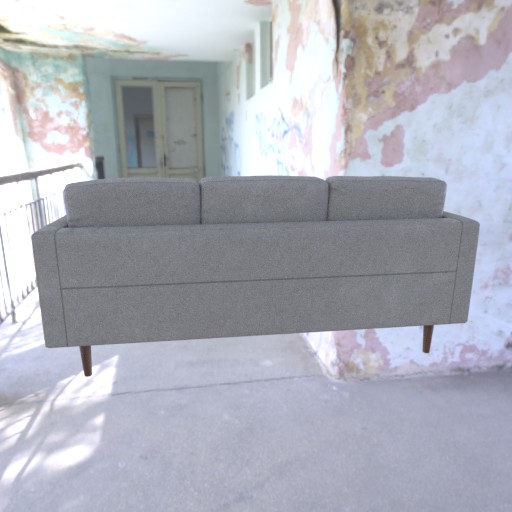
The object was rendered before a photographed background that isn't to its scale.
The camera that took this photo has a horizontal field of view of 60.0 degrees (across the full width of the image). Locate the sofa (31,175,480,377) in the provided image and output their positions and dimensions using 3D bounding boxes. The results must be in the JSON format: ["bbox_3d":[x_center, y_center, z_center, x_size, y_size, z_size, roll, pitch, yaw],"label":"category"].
[{"bbox_3d":[0.000,0.000,2.443,1.983,0.918,0.944,-2,15,-8],"label":"sofa"}]
